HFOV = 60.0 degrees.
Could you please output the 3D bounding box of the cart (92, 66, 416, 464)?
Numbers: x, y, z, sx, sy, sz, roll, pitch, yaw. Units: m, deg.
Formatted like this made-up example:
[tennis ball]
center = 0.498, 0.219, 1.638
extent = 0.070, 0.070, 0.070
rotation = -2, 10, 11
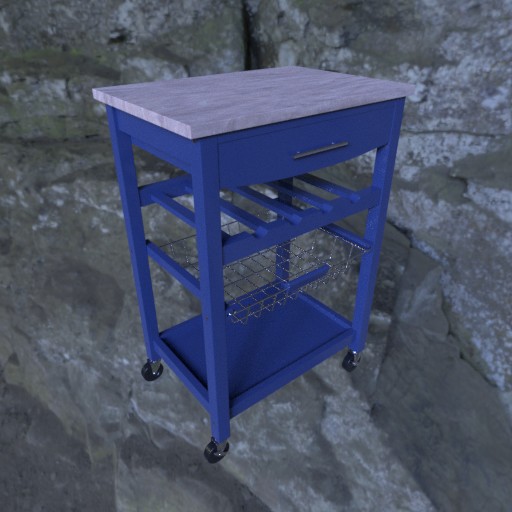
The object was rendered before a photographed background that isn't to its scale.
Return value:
[cart]
center = 0.000, 0.000, 1.162
extent = 0.584, 0.839, 0.403
rotation = -22, 37, -32
